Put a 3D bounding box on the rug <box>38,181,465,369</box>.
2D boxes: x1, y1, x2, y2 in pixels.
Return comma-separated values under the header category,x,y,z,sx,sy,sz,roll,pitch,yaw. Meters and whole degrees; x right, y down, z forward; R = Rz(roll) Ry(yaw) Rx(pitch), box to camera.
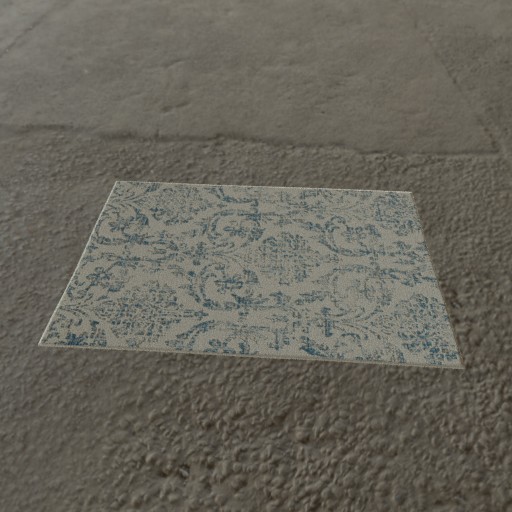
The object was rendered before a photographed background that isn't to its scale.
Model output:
category,x,y,z,sx,sy,sz,roll,pitch,yaw
rug,0.000,0.000,2.318,1.831,0.012,1.213,3,45,3
